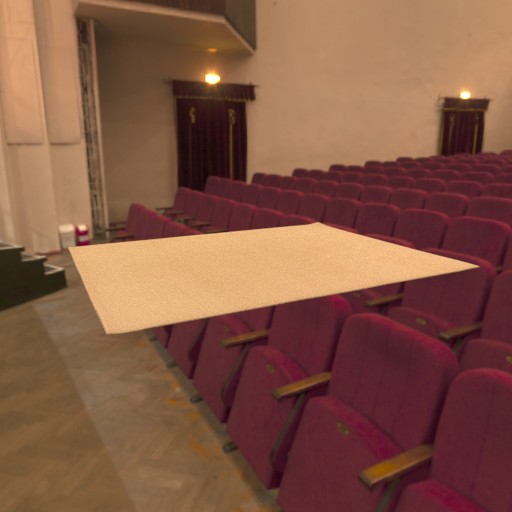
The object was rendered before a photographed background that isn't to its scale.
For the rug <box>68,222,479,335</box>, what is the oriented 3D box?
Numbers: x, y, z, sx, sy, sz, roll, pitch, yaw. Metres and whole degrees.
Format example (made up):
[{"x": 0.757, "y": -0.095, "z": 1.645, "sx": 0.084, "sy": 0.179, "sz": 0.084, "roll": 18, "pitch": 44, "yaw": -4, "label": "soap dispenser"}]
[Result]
[{"x": 0.000, "y": 0.000, "z": 3.907, "sx": 2.897, "sy": 0.035, "sz": 2.277, "roll": -7, "pitch": 16, "yaw": -26, "label": "rug"}]
